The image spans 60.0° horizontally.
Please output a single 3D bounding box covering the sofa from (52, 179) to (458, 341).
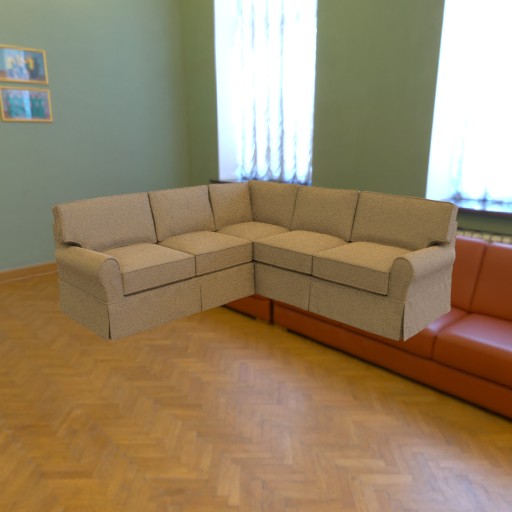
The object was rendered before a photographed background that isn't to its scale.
[{"bbox_3d":[0.000,0.000,4.165,2.733,1.124,2.730,14,21,43],"label":"sofa"}]
